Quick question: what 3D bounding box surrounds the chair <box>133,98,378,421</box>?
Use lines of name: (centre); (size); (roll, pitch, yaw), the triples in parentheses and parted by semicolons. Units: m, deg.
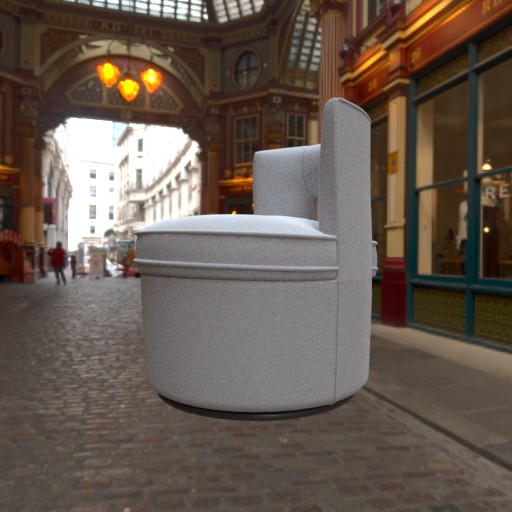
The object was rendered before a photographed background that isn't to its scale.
chair: (0.000, 0.000, 1.244); (0.665, 0.723, 0.650); (0, 1, -17)
